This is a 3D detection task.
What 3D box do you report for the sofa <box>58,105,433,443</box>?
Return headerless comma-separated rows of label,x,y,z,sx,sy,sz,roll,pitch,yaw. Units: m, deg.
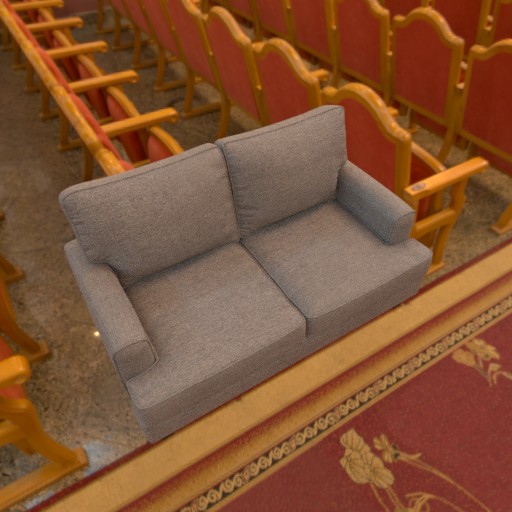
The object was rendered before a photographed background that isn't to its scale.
sofa,0.000,0.000,2.242,1.651,0.965,0.965,-24,51,-21
